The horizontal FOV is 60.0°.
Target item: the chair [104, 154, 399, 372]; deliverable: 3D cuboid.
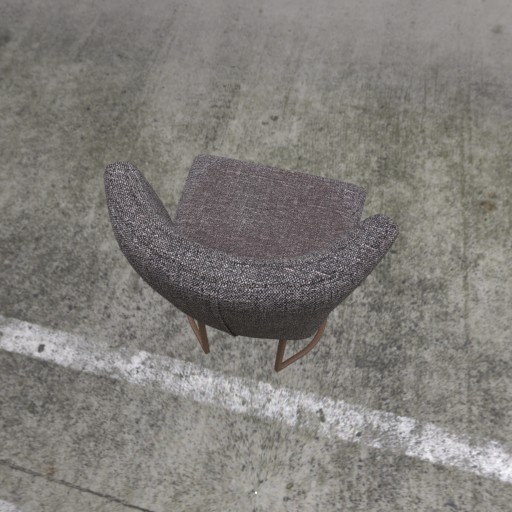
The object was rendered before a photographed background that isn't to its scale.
[{"bbox_3d":[0.000,0.000,1.261,0.611,0.824,0.617,13,63,7],"label":"chair"}]
